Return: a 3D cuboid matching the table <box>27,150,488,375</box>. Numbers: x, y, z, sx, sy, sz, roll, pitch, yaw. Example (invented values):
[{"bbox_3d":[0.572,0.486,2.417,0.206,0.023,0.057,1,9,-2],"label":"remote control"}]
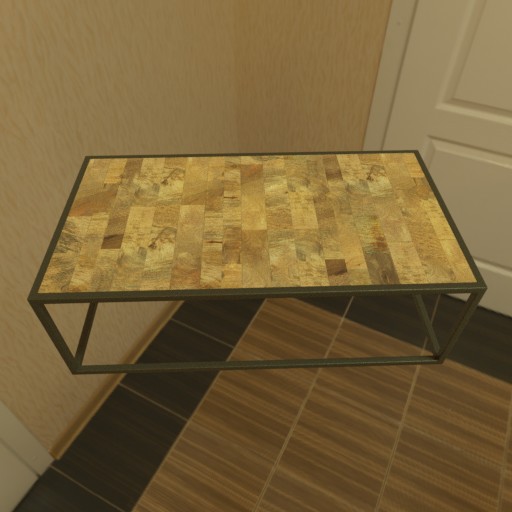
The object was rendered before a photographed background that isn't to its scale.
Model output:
[{"bbox_3d":[0.000,0.000,1.517,1.199,0.398,0.649,-1,46,-1],"label":"table"}]
